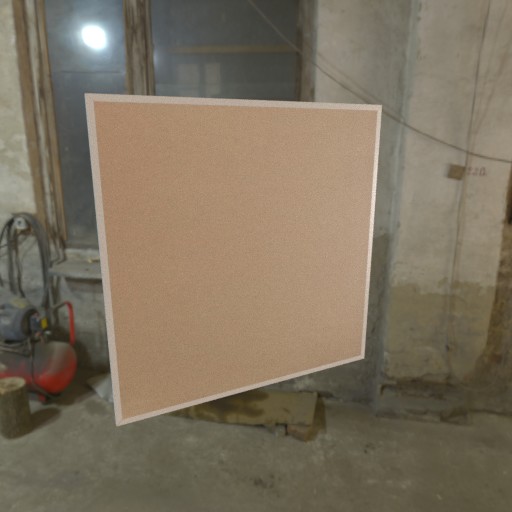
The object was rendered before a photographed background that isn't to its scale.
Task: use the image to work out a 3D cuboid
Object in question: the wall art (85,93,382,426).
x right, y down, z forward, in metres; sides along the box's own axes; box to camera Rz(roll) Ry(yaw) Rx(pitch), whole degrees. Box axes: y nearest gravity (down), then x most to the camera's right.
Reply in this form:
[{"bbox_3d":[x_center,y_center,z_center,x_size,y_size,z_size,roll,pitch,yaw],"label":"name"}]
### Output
[{"bbox_3d":[0.000,0.000,1.217,0.809,0.809,0.012,-7,17,-26],"label":"wall art"}]
